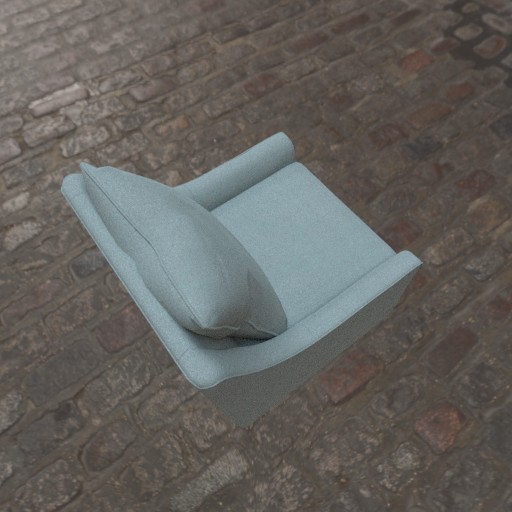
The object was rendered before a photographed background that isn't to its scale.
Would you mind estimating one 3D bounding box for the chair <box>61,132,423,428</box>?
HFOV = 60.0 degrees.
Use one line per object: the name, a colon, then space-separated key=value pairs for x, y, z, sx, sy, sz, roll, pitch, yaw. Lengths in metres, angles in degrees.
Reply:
chair: x=0.000 y=0.000 z=1.543 sx=0.870 sy=0.926 sz=0.760 roll=-33 pitch=65 yaw=-18
